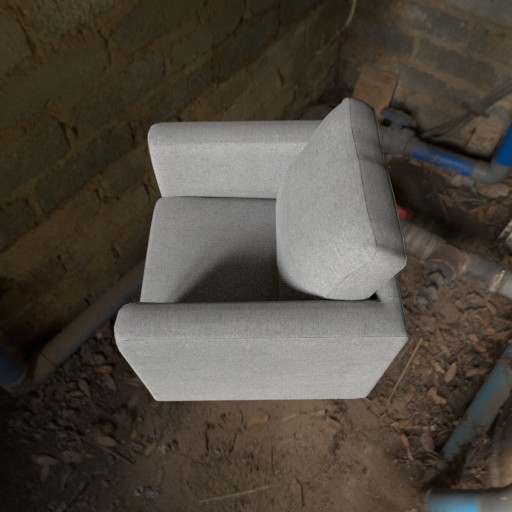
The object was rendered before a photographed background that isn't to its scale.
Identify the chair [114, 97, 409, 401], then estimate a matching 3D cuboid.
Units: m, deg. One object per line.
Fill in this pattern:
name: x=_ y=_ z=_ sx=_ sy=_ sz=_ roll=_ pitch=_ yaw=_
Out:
chair: x=0.000 y=0.000 z=1.560 sx=0.800 sy=0.927 sz=0.855 roll=0 pitch=57 yaw=0
